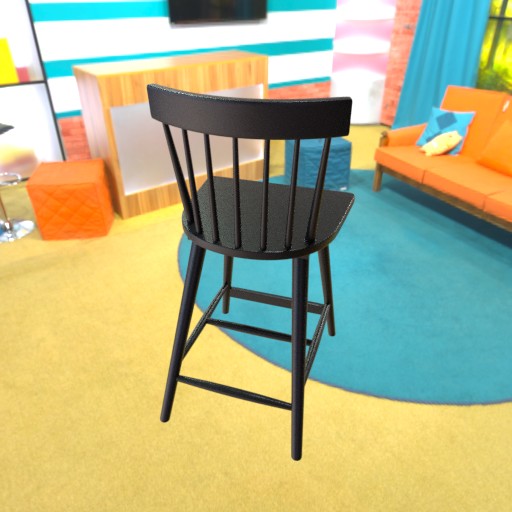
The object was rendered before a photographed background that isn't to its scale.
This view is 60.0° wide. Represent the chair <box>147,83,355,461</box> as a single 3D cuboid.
[{"bbox_3d":[0.000,0.000,1.286,0.483,0.952,0.572,10,33,15],"label":"chair"}]
